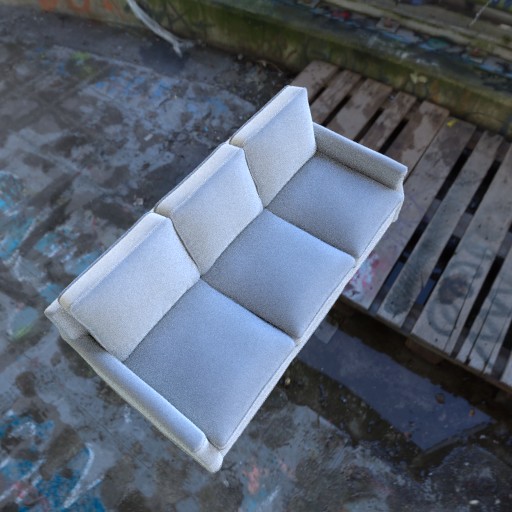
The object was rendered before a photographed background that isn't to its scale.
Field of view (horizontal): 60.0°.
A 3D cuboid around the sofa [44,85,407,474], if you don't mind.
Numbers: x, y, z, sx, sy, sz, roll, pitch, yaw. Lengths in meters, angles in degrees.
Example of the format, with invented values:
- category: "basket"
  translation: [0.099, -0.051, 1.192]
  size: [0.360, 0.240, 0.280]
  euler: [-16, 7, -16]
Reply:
- category: "sofa"
  translation: [0.000, 0.000, 2.802]
  size: [1.084, 1.003, 2.246]
  euler: [32, 63, 18]
